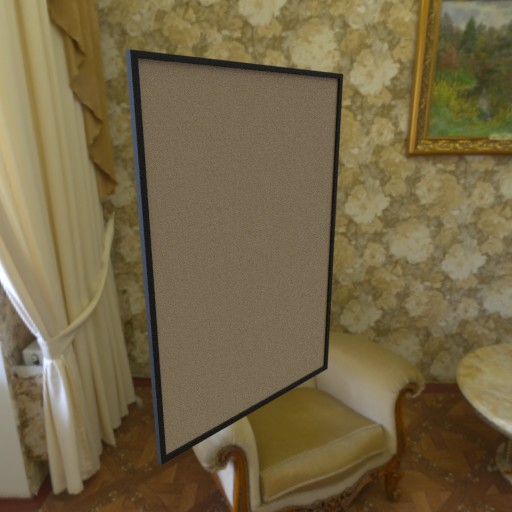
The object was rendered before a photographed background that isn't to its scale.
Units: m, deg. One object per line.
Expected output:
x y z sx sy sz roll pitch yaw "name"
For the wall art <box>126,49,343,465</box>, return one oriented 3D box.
0.000 0.000 0.827 0.460 0.660 0.013 -15 22 -41 "wall art"
